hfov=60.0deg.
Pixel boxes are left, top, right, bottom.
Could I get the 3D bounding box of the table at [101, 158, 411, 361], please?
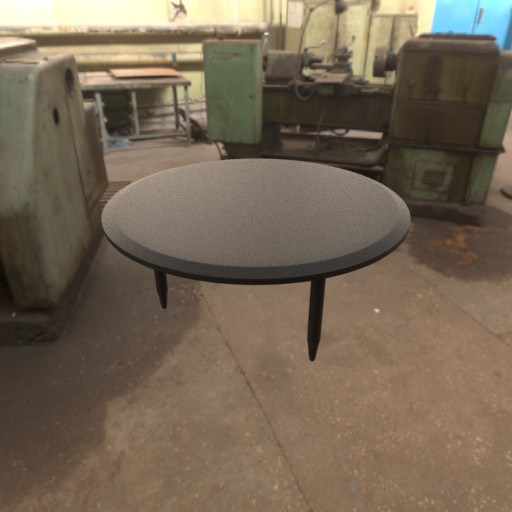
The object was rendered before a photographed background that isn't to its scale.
[{"bbox_3d":[0.000,0.000,1.439,0.900,0.400,0.900,0,29,0],"label":"table"}]
